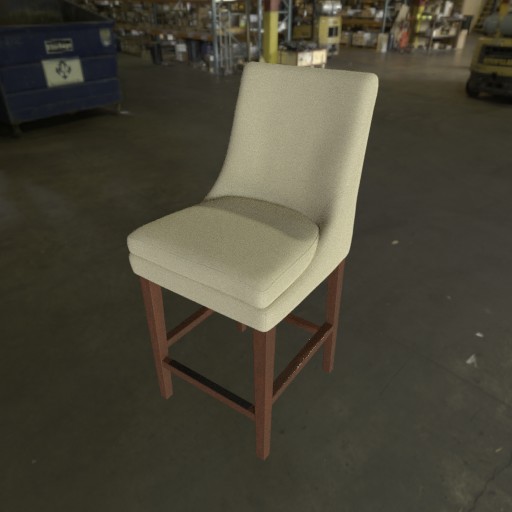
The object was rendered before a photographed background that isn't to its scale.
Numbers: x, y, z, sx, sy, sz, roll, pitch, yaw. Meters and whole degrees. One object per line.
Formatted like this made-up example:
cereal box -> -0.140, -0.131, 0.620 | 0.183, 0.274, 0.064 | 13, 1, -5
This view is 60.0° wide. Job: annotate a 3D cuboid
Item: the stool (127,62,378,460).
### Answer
stool -> 0.000, 0.000, 1.307 | 0.470, 0.981, 0.577 | 20, 36, 30
